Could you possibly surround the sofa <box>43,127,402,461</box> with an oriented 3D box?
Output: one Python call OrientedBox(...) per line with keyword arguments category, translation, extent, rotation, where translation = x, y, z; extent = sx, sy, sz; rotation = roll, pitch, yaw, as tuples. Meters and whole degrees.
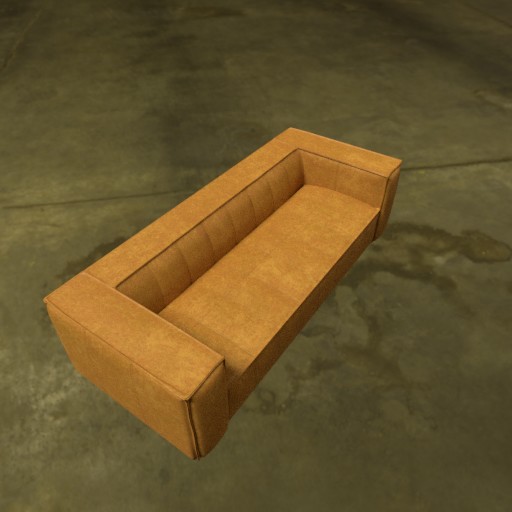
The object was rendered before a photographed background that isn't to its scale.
OrientedBox(category="sofa", translation=(0.000, 0.000, 3.146), extent=(1.102, 0.701, 2.581), rotation=(25, 47, 25))
